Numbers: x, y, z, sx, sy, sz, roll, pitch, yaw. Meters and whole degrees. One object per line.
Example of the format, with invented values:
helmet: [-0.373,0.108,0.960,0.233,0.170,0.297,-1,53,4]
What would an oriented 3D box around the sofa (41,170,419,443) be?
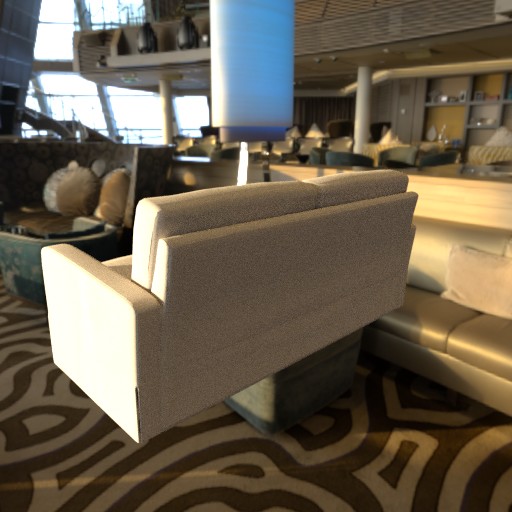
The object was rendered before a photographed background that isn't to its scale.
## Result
sofa: [0.000,0.000,2.250,1.808,0.831,0.894,-15,22,-42]
